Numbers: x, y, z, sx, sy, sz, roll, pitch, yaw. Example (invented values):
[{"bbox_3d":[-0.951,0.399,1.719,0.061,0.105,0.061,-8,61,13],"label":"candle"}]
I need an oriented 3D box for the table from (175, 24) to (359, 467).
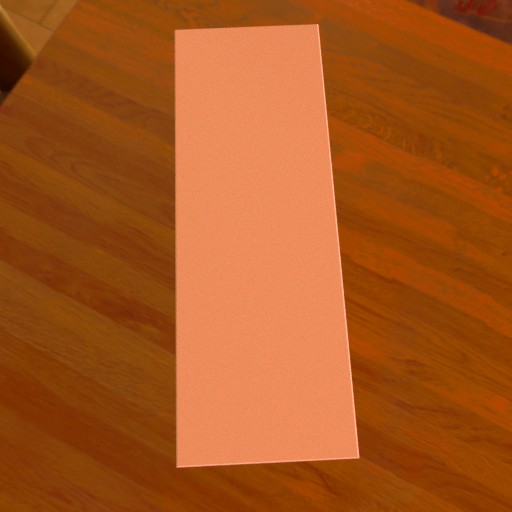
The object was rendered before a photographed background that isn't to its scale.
[{"bbox_3d":[0.000,0.000,1.407,0.381,0.749,1.067,-3,76,-1],"label":"table"}]
